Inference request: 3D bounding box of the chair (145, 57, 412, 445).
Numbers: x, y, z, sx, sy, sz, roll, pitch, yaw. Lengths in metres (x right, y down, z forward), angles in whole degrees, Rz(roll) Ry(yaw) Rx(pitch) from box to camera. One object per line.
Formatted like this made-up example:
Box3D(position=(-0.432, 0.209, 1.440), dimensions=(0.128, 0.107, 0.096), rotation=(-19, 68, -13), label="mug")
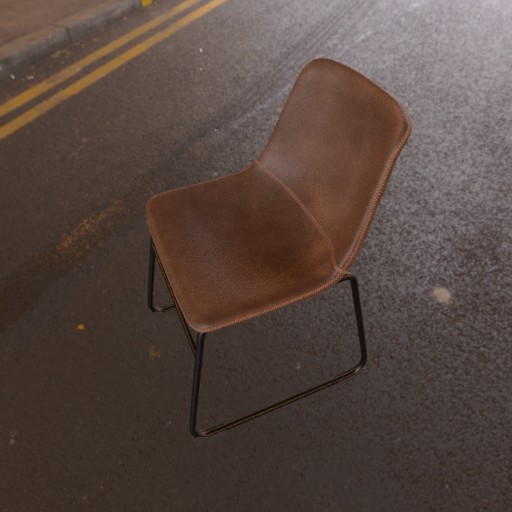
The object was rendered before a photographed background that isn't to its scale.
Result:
Box3D(position=(0.000, 0.000, 1.096), dimensions=(0.551, 0.780, 0.460), rotation=(-18, 49, -16), label="chair")
